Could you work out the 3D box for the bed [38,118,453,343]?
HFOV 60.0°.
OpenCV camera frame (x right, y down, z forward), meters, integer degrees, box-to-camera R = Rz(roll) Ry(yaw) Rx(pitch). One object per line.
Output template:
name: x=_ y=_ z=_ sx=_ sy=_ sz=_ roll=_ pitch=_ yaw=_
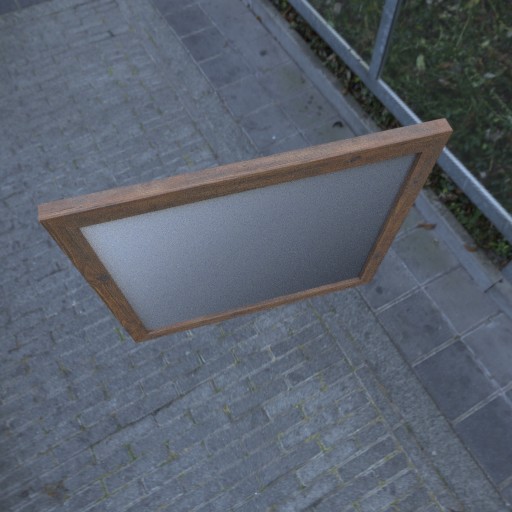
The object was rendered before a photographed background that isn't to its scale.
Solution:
bed: x=0.000 y=0.000 z=1.505 sx=1.046 sy=0.942 sz=0.046 roll=-14 pitch=63 yaw=-7
